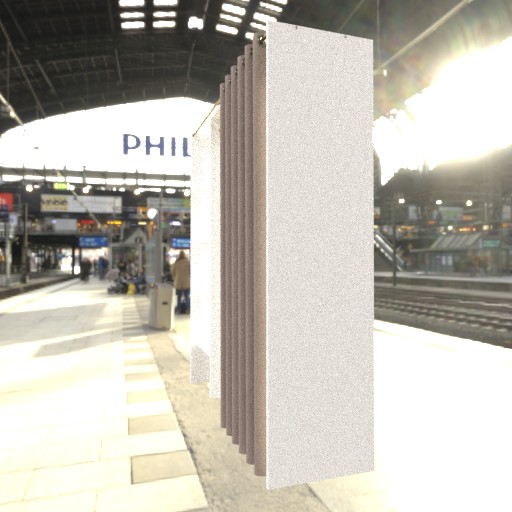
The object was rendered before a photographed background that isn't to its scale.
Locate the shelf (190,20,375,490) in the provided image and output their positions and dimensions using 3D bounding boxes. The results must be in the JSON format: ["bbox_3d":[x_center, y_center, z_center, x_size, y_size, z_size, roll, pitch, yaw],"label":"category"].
[{"bbox_3d":[0.000,0.000,2.544,0.500,1.820,1.600,0,-1,-19],"label":"shelf"}]
